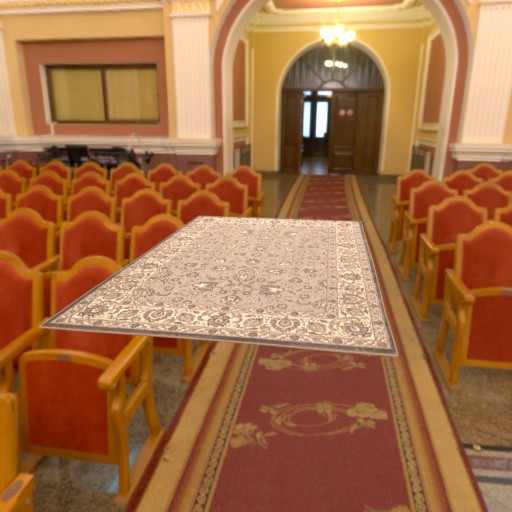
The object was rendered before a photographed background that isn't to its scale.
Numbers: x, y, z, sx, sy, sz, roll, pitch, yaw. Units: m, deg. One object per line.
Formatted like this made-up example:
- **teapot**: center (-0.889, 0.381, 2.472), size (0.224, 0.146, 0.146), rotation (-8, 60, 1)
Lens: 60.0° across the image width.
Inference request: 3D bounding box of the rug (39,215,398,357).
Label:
- **rug**: center (0.000, 0.000, 2.965), size (1.524, 0.011, 2.438), rotation (3, 17, 9)
